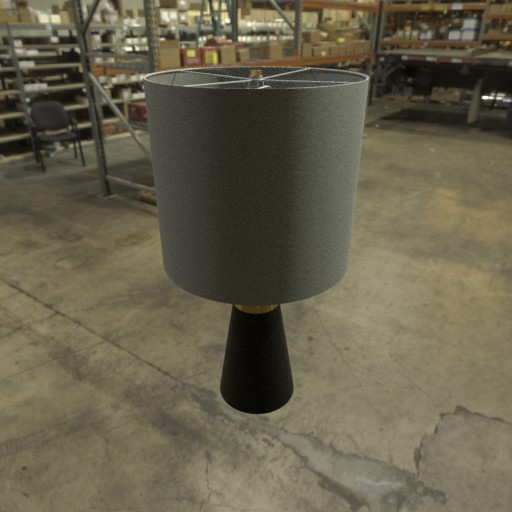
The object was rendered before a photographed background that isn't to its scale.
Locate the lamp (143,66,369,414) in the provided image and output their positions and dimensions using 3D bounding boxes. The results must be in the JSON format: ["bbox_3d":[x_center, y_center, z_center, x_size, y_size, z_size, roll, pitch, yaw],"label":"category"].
[{"bbox_3d":[0.000,0.000,0.749,0.308,0.580,0.308,18,32,31],"label":"lamp"}]
